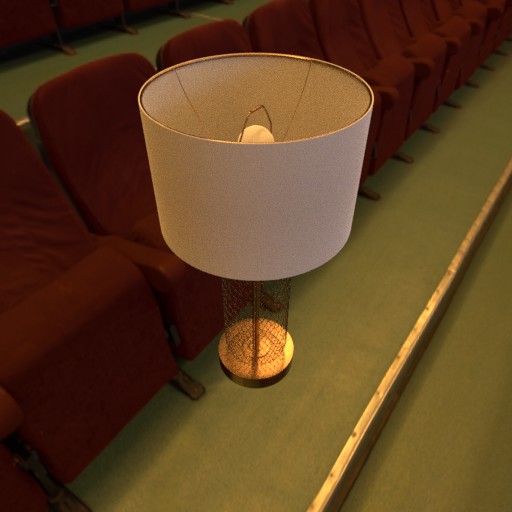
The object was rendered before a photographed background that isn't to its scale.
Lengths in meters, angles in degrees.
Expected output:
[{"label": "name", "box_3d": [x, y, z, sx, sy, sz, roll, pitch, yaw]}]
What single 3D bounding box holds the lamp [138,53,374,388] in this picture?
[{"label": "lamp", "box_3d": [0.000, 0.000, 0.642, 0.252, 0.483, 0.252, 25, 47, 26]}]
